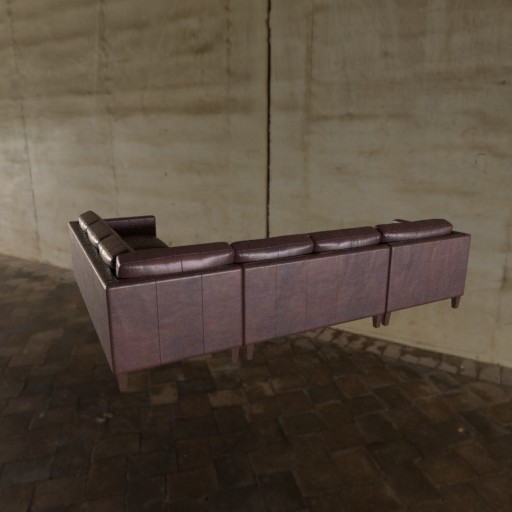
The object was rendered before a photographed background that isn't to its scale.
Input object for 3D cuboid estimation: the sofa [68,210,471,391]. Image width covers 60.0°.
[{"bbox_3d":[0.000,0.000,4.560,3.324,0.891,2.452,-8,17,-26],"label":"sofa"}]
